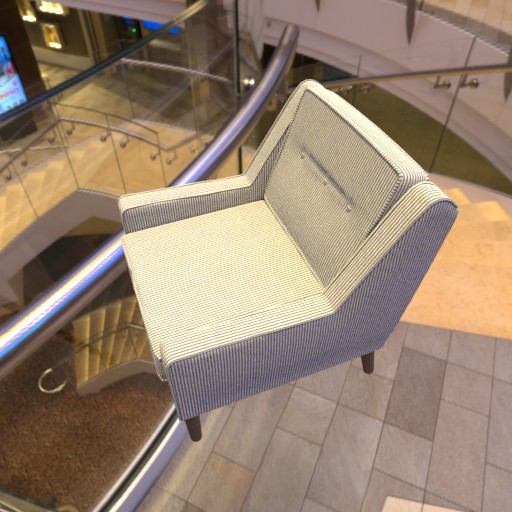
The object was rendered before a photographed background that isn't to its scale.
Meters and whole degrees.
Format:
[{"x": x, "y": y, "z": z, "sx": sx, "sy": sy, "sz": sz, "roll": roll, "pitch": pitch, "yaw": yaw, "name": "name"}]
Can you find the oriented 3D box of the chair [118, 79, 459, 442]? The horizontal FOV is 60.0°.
[{"x": 0.000, "y": 0.000, "z": 1.348, "sx": 0.743, "sy": 0.792, "sz": 0.663, "roll": -16, "pitch": 48, "yaw": -15, "name": "chair"}]
